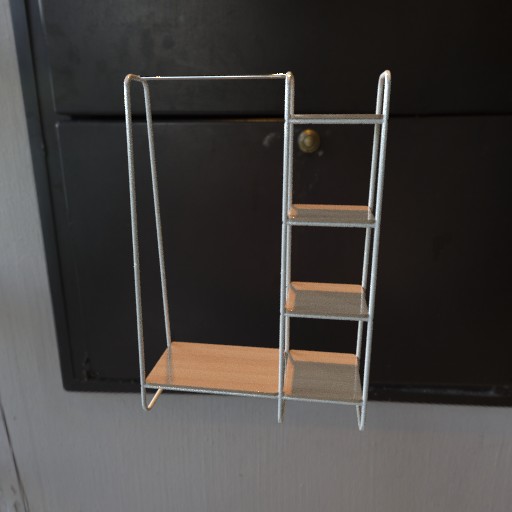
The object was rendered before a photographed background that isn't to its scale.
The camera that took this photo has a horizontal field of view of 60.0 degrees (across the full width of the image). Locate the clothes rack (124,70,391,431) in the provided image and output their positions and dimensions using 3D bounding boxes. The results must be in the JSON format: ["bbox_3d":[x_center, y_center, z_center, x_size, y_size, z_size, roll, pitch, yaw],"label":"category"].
[{"bbox_3d":[0.000,0.000,1.964,1.011,1.500,0.400,2,17,8],"label":"clothes rack"}]
